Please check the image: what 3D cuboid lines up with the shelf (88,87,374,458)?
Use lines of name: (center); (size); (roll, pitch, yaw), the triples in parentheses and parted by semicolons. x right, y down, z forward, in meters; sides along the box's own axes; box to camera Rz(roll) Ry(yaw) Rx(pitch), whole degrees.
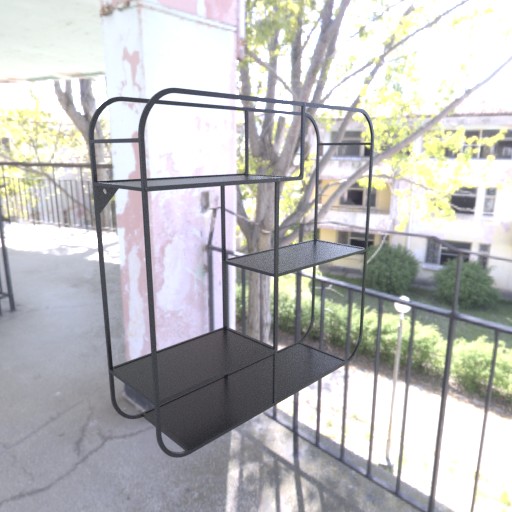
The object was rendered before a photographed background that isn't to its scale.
shelf: (0.000, 0.000, 0.918); (0.600, 0.600, 0.160); (-13, 19, -43)
